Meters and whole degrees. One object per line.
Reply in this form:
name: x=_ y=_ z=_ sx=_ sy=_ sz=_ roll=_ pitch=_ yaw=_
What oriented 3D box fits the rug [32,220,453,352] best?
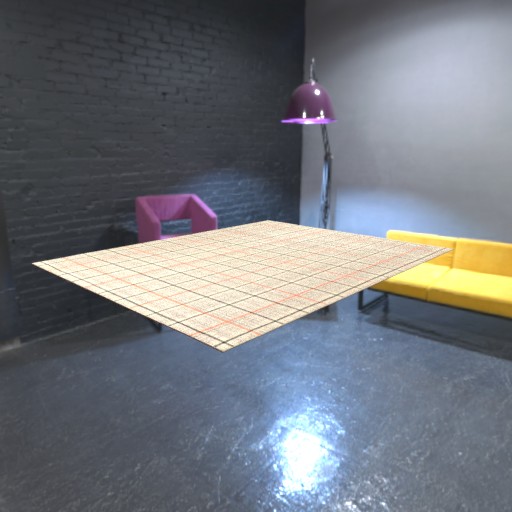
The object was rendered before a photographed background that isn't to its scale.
rug: x=0.000 y=0.000 z=4.076 sx=2.444 sy=0.012 sz=3.048 roll=13 pitch=19 yaw=42
